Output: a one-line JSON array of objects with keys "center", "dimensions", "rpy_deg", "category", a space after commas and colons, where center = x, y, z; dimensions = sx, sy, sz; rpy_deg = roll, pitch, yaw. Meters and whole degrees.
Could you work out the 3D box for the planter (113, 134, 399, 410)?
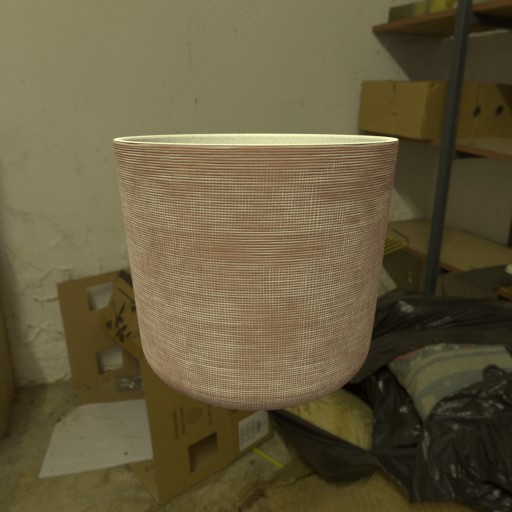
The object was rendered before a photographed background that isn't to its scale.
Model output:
[{"center": [0.000, 0.000, 0.771], "dimensions": [0.440, 0.398, 0.440], "rpy_deg": [0, 17, 0], "category": "planter"}]
